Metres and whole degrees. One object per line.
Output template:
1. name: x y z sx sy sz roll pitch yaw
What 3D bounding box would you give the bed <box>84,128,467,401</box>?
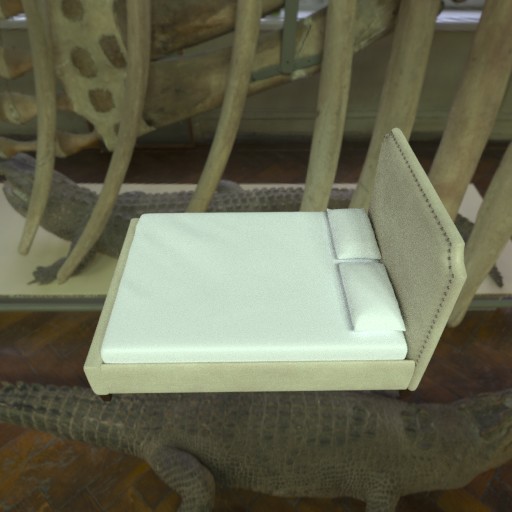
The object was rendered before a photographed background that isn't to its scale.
1. bed: 0.000 0.000 3.454 2.372 1.443 1.712 -1 42 -1
